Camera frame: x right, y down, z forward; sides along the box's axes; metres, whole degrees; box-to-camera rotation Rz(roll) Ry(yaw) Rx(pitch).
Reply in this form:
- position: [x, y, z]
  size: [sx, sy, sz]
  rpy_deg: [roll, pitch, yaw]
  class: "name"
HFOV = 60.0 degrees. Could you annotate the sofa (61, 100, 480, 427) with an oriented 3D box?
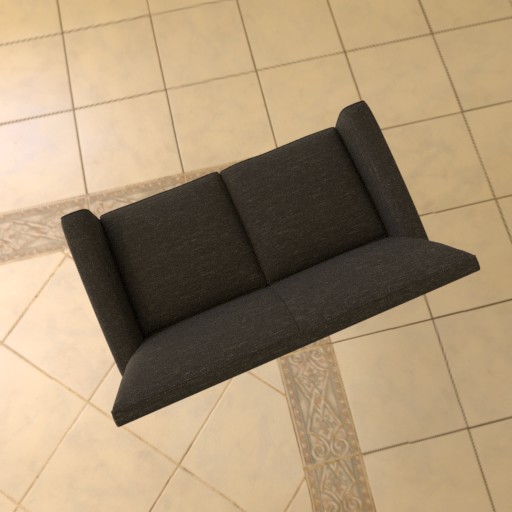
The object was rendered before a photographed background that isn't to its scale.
- position: [0.000, 0.000, 1.976]
  size: [1.420, 0.846, 0.875]
  rpy_deg: [-22, 78, -5]
  class: "sofa"
